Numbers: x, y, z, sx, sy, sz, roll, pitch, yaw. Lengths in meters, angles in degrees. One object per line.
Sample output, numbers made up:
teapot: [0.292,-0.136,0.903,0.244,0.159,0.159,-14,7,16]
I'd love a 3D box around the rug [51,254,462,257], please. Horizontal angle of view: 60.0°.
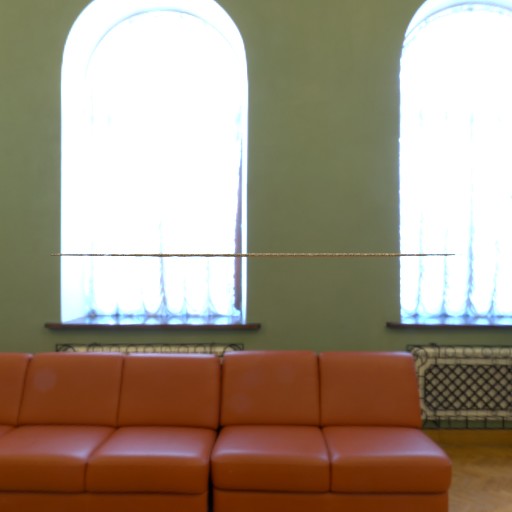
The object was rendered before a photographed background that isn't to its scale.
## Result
rug: [0.000,0.000,3.926,2.312,0.013,2.940,0,0,0]
